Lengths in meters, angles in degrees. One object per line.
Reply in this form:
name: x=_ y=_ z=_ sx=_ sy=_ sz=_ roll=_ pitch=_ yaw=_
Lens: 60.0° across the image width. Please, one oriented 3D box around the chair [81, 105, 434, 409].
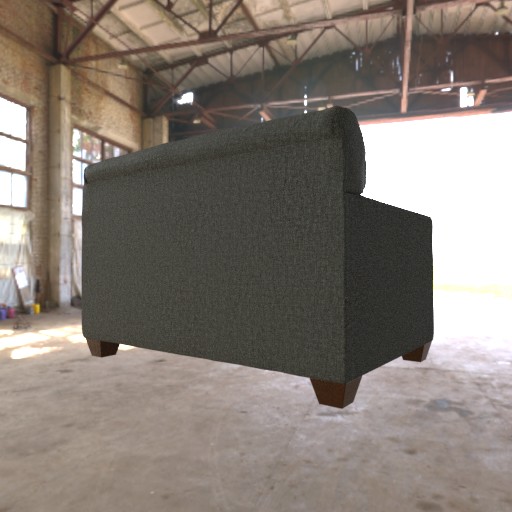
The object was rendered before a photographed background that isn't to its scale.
chair: x=0.000 y=0.000 z=2.091 sx=1.383 sy=0.948 sz=1.000 roll=-1 pitch=-1 yaw=37
